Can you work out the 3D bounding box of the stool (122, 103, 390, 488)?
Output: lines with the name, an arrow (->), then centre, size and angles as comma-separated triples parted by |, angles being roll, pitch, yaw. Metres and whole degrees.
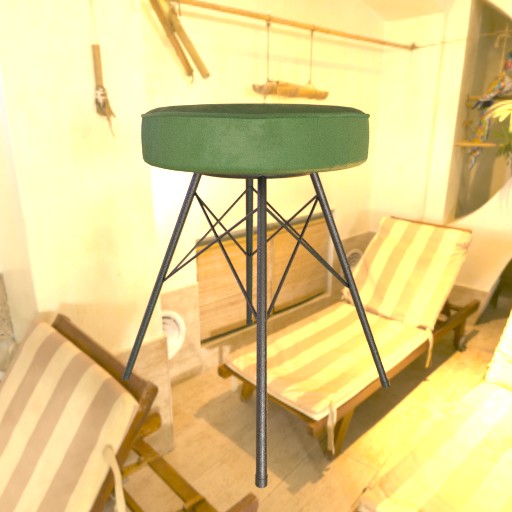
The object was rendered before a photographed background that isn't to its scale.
stool -> 0.000, 0.000, 0.924 | 0.430, 0.595, 0.457 | -17, 24, -42
